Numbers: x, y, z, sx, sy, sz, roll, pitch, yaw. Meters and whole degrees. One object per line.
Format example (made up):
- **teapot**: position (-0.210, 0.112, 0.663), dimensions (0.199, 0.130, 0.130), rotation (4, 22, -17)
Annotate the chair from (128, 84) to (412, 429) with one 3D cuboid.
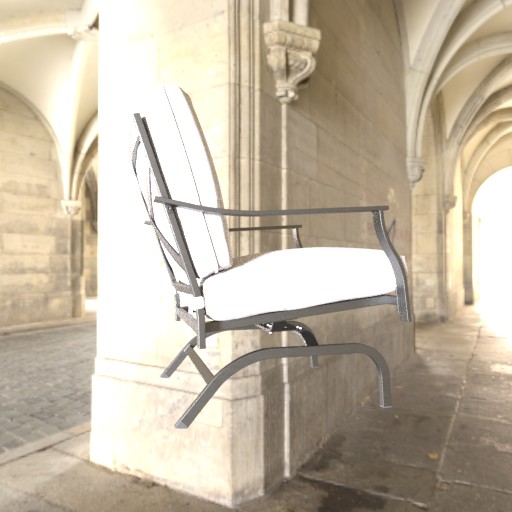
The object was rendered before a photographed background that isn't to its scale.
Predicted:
- **chair**: position (0.000, 0.000, 1.418), dimensions (0.787, 0.860, 0.650), rotation (0, -1, -16)
